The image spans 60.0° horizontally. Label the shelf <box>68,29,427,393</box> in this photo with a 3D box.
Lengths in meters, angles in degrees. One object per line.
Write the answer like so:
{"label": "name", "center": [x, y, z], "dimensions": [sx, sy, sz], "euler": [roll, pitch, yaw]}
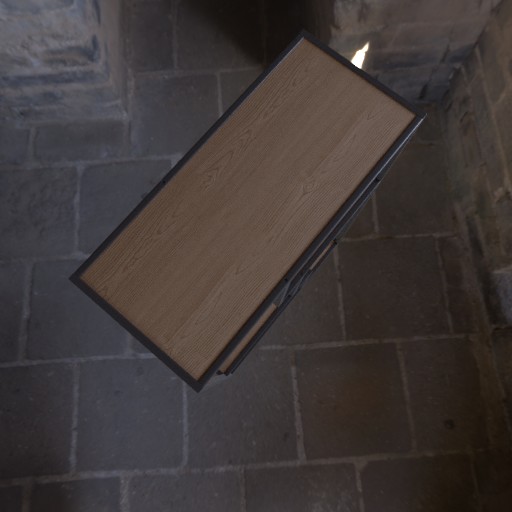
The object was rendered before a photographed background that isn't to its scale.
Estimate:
{"label": "shelf", "center": [0.000, 0.000, 1.493], "dimensions": [0.350, 1.138, 0.770], "euler": [39, 79, 9]}
